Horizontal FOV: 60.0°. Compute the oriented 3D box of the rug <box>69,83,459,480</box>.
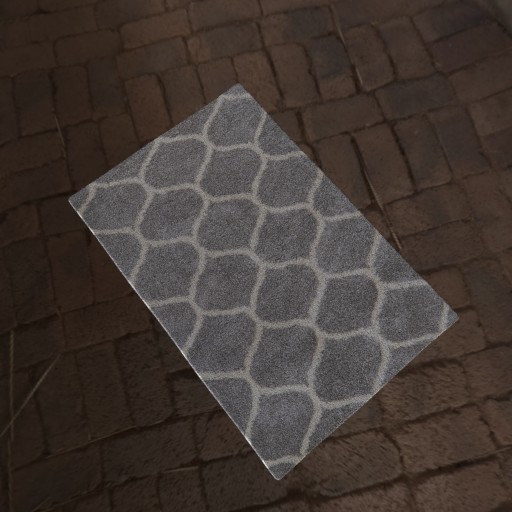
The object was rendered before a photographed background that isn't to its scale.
[{"bbox_3d":[0.000,0.000,3.500,1.801,0.026,2.701,-38,77,-10],"label":"rug"}]
